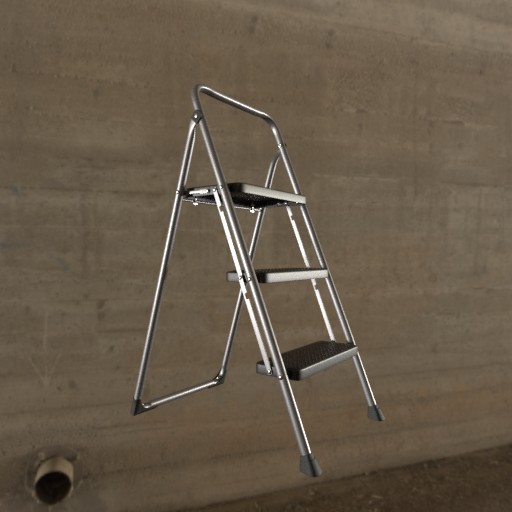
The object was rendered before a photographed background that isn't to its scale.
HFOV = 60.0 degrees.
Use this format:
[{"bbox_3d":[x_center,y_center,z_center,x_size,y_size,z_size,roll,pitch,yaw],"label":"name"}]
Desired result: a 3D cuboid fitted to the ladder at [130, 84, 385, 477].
[{"bbox_3d":[0.000,0.000,1.299,0.629,0.945,0.430,0,0,36],"label":"ladder"}]
